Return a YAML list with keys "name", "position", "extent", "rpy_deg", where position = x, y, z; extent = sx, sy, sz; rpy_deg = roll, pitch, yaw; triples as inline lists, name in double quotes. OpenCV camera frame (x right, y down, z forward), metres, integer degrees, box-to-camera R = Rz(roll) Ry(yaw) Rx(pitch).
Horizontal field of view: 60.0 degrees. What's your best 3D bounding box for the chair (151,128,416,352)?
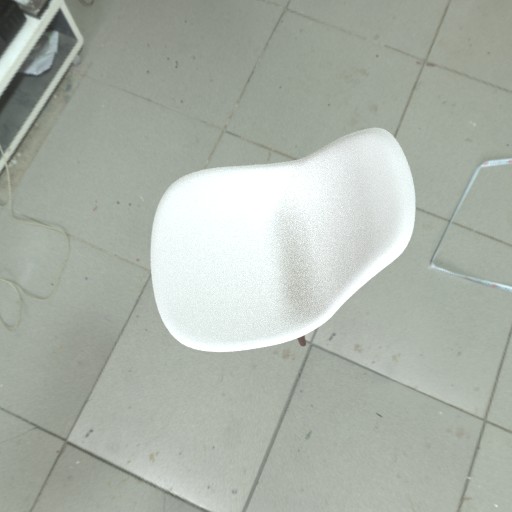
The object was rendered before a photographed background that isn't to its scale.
- name: "chair"
  position: [0.000, 0.000, 1.141]
  extent: [0.533, 0.826, 0.470]
  rpy_deg: [-5, 76, -1]
